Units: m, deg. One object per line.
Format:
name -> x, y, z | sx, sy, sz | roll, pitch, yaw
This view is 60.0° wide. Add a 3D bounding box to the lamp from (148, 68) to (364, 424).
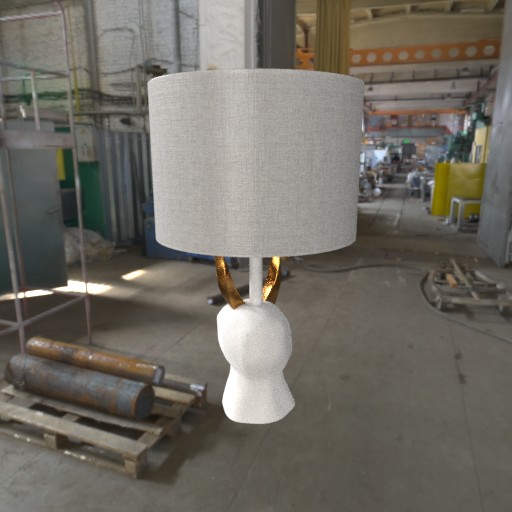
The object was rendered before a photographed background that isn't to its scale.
lamp -> 0.000, 0.000, 0.684 | 0.298, 0.503, 0.298 | -6, 15, -25
